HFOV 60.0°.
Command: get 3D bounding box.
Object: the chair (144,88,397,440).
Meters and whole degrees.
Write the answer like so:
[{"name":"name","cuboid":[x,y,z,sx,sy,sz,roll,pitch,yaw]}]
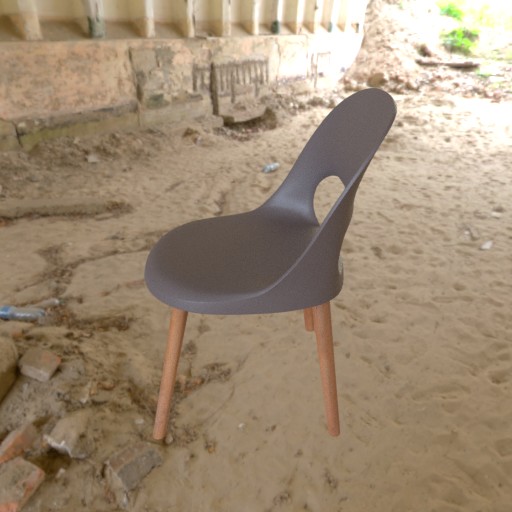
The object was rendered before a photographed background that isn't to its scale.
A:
[{"name":"chair","cuboid":[0.000,0.000,1.129,0.556,0.794,0.470,-1,27,-2]}]
